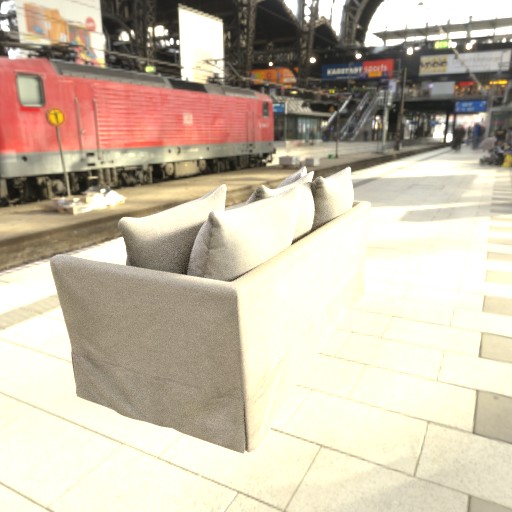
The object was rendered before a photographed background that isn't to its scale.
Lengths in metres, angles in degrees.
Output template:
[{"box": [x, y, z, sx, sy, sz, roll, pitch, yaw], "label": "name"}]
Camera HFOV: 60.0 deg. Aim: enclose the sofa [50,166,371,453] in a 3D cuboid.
[{"box": [0.000, 0.000, 2.840, 1.031, 1.034, 2.290, 8, 18, 25], "label": "sofa"}]
